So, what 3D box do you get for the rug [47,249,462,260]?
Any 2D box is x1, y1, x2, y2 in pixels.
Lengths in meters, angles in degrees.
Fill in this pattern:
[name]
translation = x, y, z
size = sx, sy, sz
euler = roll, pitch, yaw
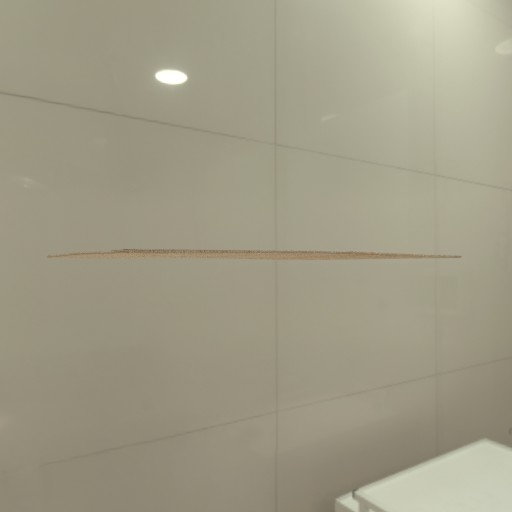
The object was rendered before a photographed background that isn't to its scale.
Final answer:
[rug]
translation = 0.000, 0.000, 3.003
size = 2.346, 0.029, 1.574
euler = 1, -1, -34
